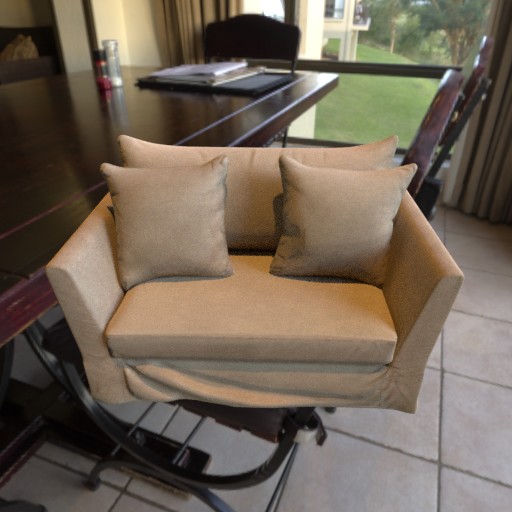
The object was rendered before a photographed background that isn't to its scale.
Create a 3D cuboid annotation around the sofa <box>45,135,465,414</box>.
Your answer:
[{"bbox_3d":[0.000,0.000,2.200,1.608,1.040,1.035,1,31,2],"label":"sofa"}]
